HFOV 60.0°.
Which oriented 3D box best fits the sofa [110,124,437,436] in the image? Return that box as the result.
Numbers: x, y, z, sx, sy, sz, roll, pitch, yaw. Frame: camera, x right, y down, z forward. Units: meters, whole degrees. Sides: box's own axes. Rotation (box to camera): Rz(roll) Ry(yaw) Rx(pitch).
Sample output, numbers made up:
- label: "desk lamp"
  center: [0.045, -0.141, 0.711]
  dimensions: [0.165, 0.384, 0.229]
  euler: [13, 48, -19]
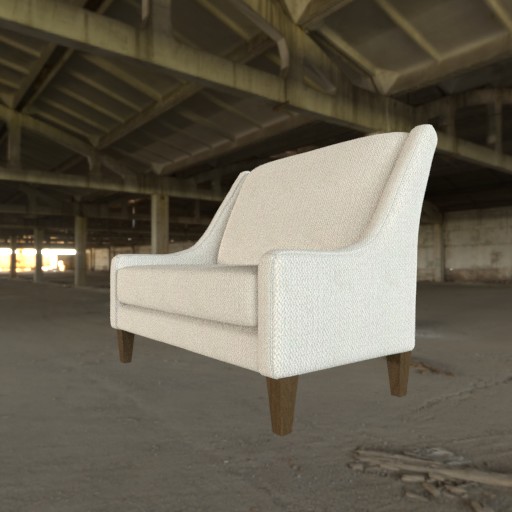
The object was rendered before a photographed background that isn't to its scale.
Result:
- label: "sofa"
  center: [0.000, 0.000, 1.930]
  dimensions: [0.870, 1.022, 1.242]
  euler: [1, -1, -39]
